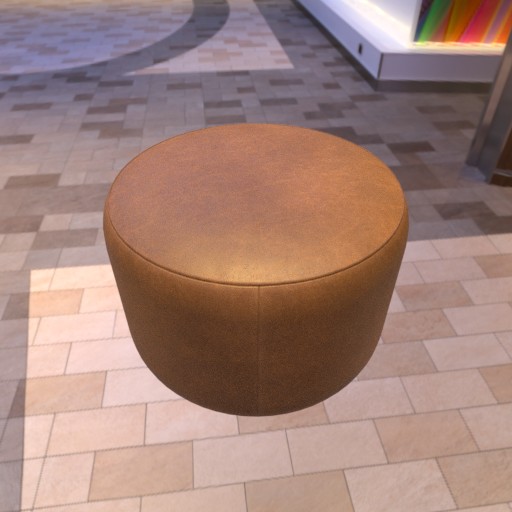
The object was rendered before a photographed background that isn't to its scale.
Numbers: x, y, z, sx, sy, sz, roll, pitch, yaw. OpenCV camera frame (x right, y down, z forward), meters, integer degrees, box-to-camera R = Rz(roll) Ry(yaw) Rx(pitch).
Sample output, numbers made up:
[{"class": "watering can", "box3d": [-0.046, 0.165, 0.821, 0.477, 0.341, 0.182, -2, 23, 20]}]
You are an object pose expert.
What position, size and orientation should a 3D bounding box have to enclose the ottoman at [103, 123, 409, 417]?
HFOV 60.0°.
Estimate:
[{"class": "ottoman", "box3d": [0.000, 0.000, 0.996, 0.607, 0.438, 0.607, 0, 40, 0]}]
